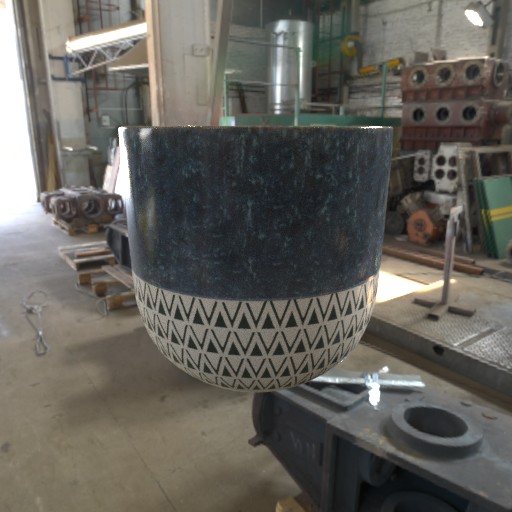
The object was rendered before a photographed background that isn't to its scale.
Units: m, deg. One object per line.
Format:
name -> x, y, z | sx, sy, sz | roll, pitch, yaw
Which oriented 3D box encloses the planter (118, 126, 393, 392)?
planter -> 0.000, 0.000, 0.483 | 0.266, 0.270, 0.266 | 0, 16, 0
